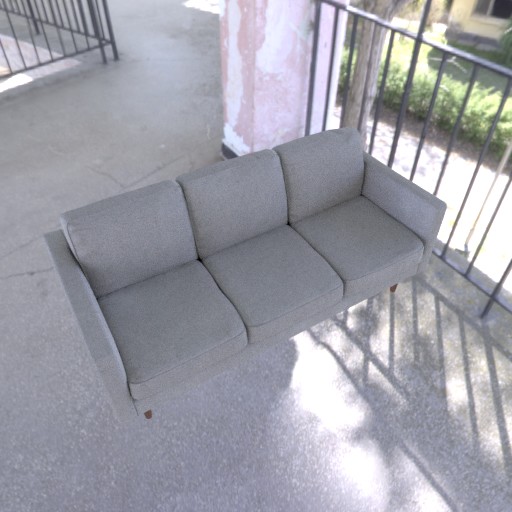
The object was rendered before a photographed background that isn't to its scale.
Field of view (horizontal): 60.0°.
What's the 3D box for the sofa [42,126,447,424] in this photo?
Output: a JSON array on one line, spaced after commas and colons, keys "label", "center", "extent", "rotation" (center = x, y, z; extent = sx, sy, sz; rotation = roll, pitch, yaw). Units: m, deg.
[{"label": "sofa", "center": [0.000, 0.000, 2.505], "extent": [1.983, 0.918, 0.944], "rotation": [-22, 47, -22]}]
